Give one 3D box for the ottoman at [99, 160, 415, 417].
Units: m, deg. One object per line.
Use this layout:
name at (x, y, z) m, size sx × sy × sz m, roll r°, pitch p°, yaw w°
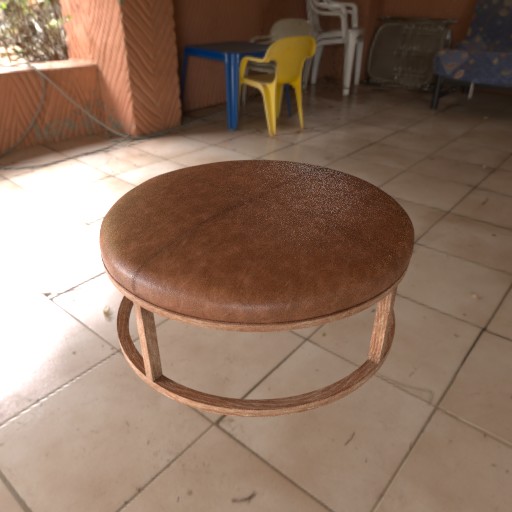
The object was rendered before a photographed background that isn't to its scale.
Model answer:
ottoman at (0.000, 0.000, 1.540) m, size 1.006 × 0.445 × 1.006 m, roll 0°, pitch 31°, yaw 0°
